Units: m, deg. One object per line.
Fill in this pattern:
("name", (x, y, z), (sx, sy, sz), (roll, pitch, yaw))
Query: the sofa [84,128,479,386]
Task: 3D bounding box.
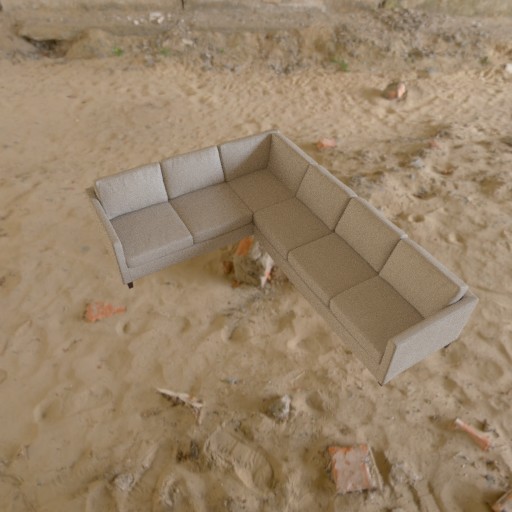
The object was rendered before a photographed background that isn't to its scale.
("sofa", (0.000, 0.000, 4.353), (2.432, 0.863, 3.182), (-22, 49, -21))
